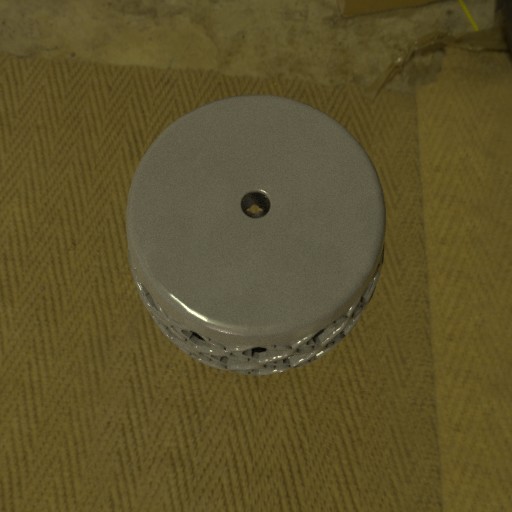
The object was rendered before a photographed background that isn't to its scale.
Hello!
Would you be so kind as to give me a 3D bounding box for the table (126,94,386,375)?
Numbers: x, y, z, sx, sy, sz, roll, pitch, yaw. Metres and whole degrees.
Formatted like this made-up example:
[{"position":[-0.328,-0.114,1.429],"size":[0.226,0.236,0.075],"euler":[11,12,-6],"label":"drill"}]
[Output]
[{"position":[0.000,0.000,0.627],"size":[0.325,0.388,0.325],"euler":[0,74,0],"label":"table"}]
